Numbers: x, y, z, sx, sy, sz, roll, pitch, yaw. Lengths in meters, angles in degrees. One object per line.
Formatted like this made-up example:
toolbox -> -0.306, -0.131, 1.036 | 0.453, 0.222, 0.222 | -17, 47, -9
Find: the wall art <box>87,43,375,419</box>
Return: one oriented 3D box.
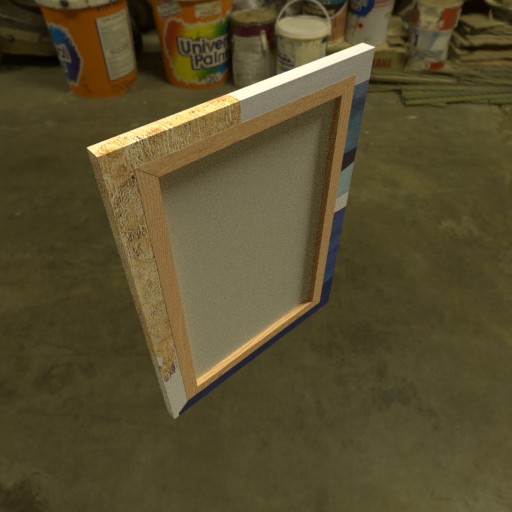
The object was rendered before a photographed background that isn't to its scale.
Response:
wall art -> 0.000, 0.000, 0.790 | 0.458, 0.613, 0.026 | -32, 53, -28
